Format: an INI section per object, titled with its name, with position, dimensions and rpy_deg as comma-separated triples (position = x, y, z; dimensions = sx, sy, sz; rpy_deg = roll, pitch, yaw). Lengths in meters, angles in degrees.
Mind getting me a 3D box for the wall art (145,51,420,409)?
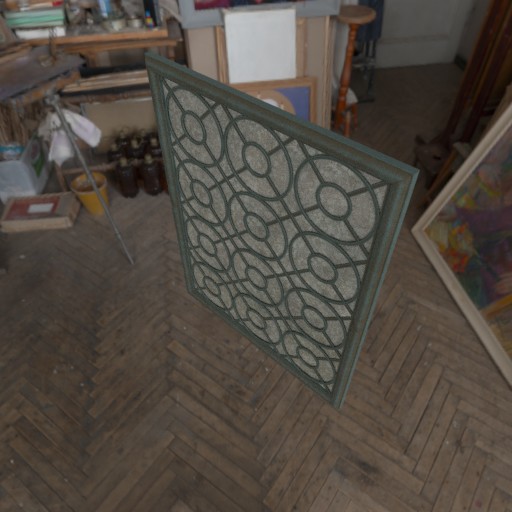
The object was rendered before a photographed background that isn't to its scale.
[wall art]
position = 0.000, 0.000, 1.325
dimensions = 0.767, 0.983, 0.030
rpy_deg = 33, 55, 27
